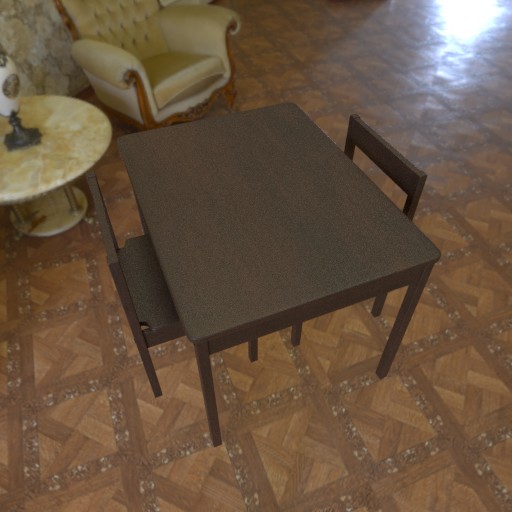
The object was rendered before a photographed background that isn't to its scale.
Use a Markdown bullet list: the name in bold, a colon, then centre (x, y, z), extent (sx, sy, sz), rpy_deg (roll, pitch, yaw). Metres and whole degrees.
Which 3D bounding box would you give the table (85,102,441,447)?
- **table**: centre (0.000, 0.000, 1.121), extent (0.672, 0.503, 0.650), rpy_deg (-17, 48, -15)
